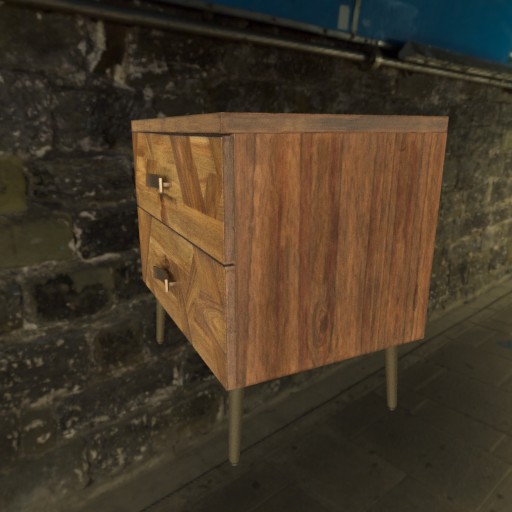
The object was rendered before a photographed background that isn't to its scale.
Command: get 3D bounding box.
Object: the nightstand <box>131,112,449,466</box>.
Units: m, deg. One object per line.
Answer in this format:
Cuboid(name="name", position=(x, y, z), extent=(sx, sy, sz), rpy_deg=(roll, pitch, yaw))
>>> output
Cuboid(name="nightstand", position=(0.000, 0.000, 1.031), extent=(0.458, 0.610, 0.610), rpy_deg=(-8, 18, -25))
